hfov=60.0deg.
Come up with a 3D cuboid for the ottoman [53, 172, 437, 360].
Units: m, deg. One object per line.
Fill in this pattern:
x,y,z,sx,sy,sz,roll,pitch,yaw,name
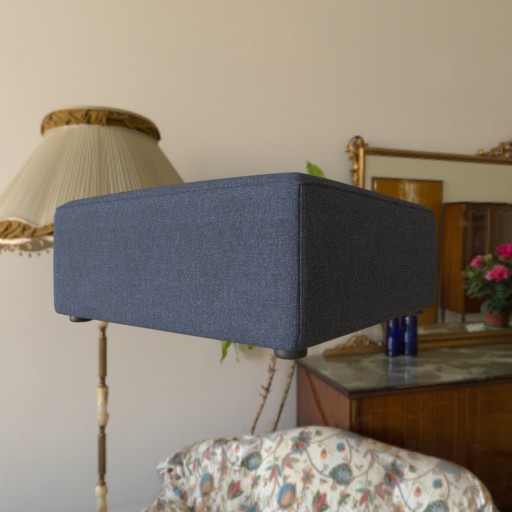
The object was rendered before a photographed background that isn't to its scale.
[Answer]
0.000,0.000,1.582,1.000,0.439,1.000,0,1,37,ottoman
